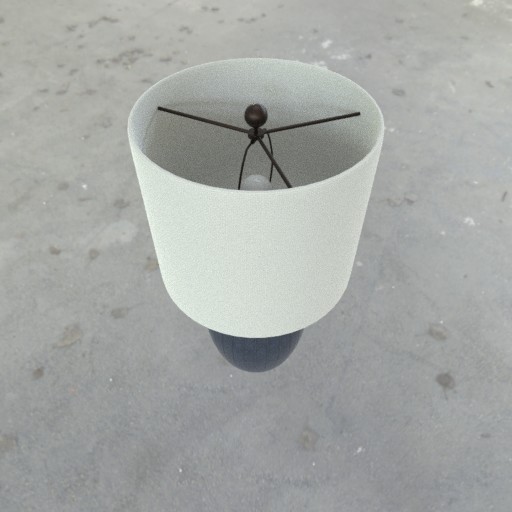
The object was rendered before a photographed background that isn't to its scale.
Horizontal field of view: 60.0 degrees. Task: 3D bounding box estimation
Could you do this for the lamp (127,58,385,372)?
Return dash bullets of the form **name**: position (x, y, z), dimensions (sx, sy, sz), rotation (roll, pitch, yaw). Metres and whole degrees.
- **lamp**: position (0.000, 0.000, 0.775), dimensions (0.329, 0.570, 0.329), rotation (19, 50, 17)
